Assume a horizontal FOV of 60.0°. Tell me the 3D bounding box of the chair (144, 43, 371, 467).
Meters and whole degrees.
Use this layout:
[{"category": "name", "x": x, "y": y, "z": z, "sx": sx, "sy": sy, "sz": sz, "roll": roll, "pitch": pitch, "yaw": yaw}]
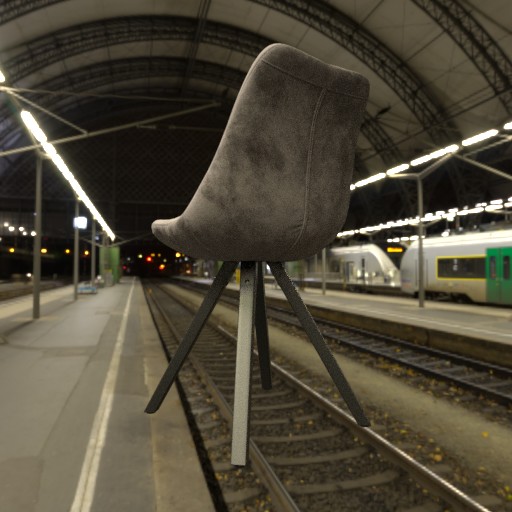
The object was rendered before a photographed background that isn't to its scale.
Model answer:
[{"category": "chair", "x": 0.000, "y": 0.000, "z": 1.170, "sx": 0.485, "sy": 0.850, "sz": 0.550, "roll": 1, "pitch": -2, "yaw": -36}]
